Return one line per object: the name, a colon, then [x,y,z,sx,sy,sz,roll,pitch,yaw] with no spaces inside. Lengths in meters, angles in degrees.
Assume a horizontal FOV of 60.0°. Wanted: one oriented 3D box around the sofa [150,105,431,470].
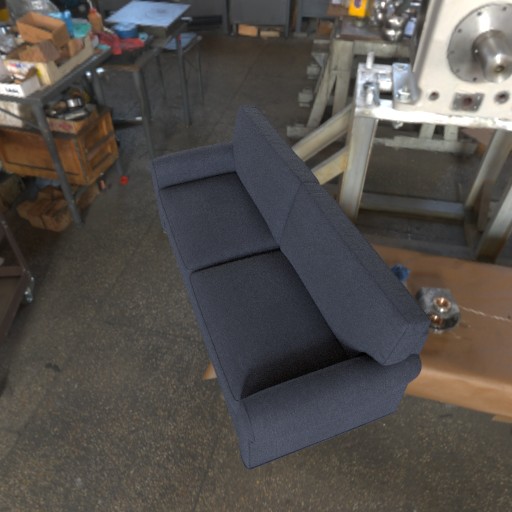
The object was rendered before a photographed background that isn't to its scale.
sofa: [0.000,0.000,2.905,0.954,1.026,2.391,-15,46,-15]
